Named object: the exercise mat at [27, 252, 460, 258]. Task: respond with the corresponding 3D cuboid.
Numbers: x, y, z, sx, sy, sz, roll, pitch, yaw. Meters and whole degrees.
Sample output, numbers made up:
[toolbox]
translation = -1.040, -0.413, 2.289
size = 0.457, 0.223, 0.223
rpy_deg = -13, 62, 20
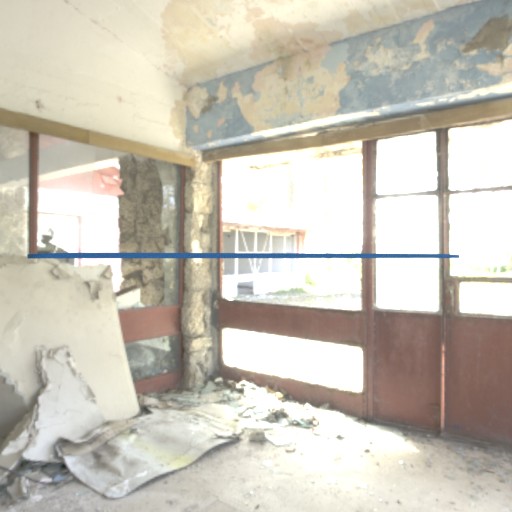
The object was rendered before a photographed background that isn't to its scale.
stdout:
[exercise mat]
translation = 0.000, 0.000, 2.102
size = 1.869, 0.021, 0.616
rpy_deg = 0, 0, -17
